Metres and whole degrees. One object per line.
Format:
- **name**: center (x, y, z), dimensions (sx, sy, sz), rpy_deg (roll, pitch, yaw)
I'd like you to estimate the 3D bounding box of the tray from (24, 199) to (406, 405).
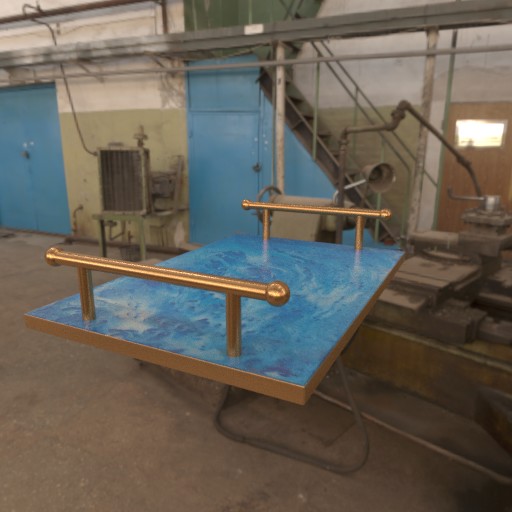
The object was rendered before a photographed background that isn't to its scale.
- **tray**: center (0.000, 0.000, 0.566), dimensions (0.304, 0.084, 0.444), rpy_deg (7, 16, 26)
